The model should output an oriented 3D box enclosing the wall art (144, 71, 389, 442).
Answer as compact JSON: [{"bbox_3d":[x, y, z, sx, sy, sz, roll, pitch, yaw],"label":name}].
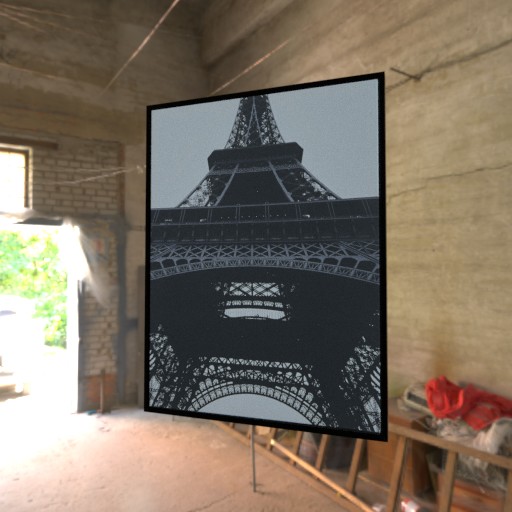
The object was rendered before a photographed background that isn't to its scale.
[{"bbox_3d":[0.000,0.000,1.421,0.805,1.062,0.040,-1,-2,20],"label":"wall art"}]
